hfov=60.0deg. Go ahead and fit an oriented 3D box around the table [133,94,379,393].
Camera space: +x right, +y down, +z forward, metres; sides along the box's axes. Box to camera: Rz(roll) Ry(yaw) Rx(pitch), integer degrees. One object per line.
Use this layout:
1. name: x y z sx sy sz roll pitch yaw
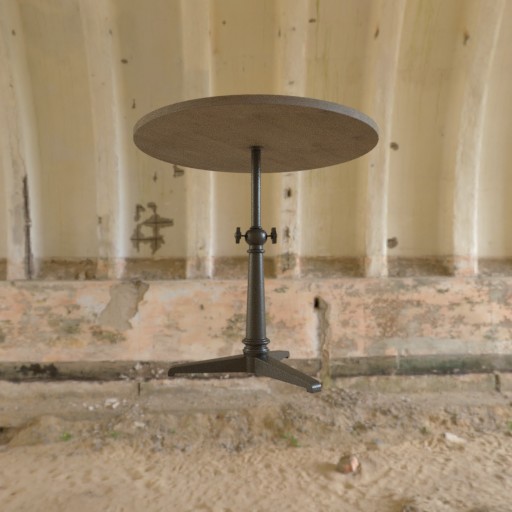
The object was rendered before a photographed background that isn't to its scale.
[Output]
1. table: 0.000 0.000 1.486 0.800 0.780 0.800 0 -2 0
